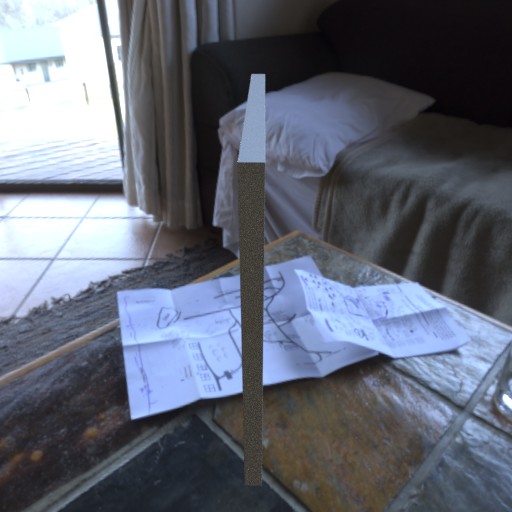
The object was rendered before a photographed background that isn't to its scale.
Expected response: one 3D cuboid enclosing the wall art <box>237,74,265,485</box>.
[{"bbox_3d":[0.000,0.000,0.680,0.023,0.453,0.455,0,31,1],"label":"wall art"}]
